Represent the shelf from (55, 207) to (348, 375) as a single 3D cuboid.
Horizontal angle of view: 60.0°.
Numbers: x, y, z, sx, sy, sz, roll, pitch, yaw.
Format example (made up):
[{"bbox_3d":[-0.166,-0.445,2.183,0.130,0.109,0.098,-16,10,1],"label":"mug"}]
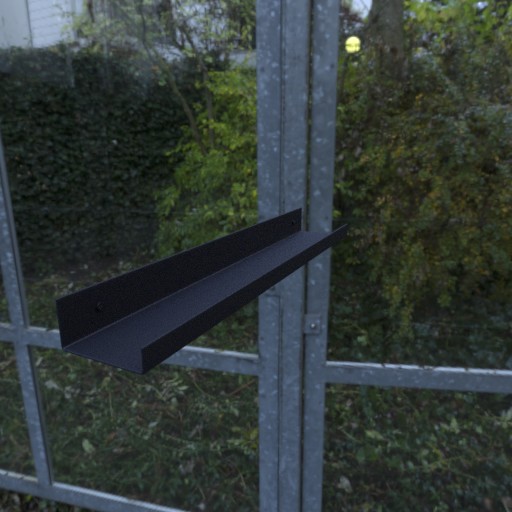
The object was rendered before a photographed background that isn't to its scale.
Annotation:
[{"bbox_3d":[0.000,0.000,0.648,0.102,0.053,0.605,8,17,26],"label":"shelf"}]
